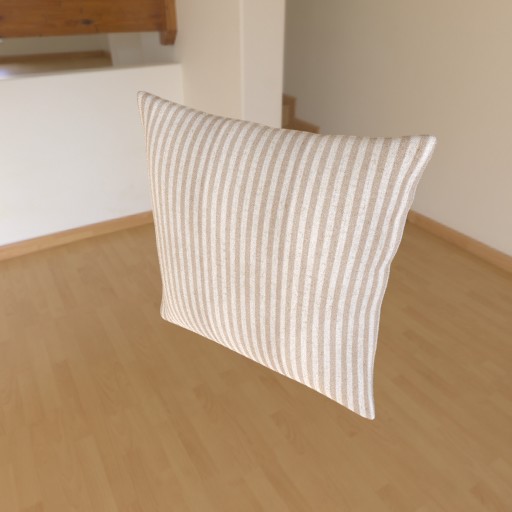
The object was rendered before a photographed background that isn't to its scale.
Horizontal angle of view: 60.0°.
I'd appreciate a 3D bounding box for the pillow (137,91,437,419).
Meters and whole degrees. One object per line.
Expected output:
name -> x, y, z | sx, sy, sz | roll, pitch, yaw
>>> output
pillow -> 0.000, 0.000, 0.791 | 0.523, 0.510, 0.166 | 19, 36, 28
